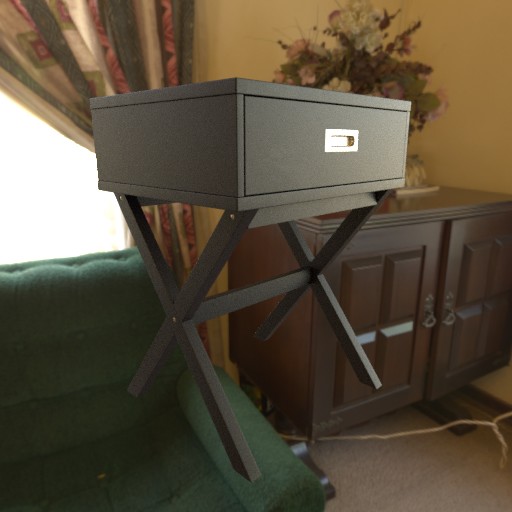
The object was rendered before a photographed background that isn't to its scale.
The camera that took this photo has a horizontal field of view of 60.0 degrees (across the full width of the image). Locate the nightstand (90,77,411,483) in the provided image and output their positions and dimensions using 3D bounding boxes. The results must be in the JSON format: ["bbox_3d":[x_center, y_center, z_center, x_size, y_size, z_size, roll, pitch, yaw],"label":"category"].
[{"bbox_3d":[0.000,0.000,0.934,0.402,0.623,0.479,14,20,43],"label":"nightstand"}]
